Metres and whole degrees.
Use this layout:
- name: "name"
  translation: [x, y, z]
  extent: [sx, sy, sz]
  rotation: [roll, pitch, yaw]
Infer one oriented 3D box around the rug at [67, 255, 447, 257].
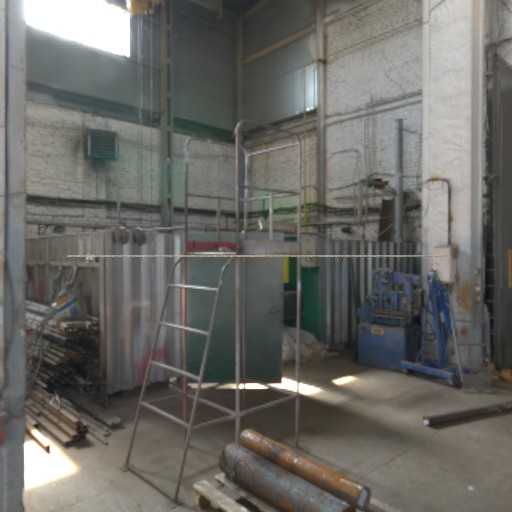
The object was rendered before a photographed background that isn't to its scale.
- name: "rug"
  translation: [0.000, 0.000, 2.996]
  extent: [2.432, 0.006, 1.520]
  rotation: [0, 0, 1]
